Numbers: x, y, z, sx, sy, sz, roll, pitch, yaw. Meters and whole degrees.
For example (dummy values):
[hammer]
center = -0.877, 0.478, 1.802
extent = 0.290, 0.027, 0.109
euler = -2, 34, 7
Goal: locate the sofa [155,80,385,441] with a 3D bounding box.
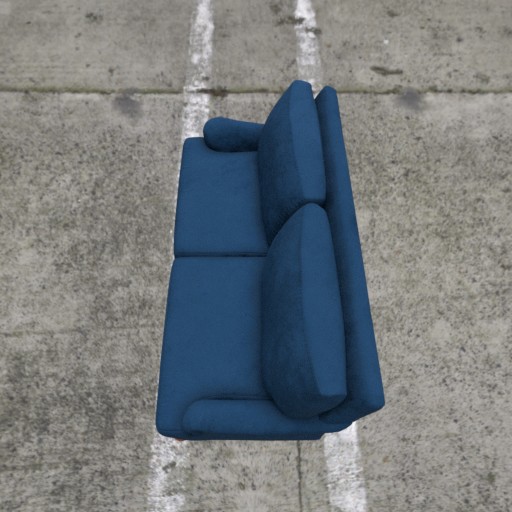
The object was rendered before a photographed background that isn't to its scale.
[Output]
[sofa]
center = 0.000, 0.000, 2.780
extent = 1.084, 1.101, 2.141
euler = -1, 59, 0
